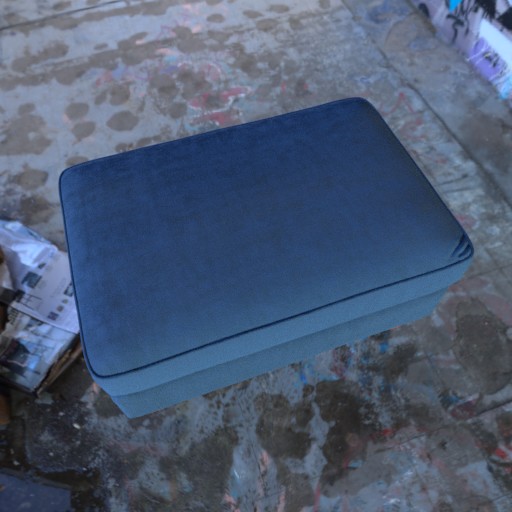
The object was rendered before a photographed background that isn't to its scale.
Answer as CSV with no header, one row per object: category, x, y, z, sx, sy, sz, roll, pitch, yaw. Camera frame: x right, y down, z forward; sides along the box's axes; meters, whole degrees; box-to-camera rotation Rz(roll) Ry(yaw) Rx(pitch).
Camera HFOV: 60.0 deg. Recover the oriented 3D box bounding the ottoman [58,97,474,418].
ottoman,0.000,0.000,1.200,0.862,0.484,0.583,-17,59,-10
